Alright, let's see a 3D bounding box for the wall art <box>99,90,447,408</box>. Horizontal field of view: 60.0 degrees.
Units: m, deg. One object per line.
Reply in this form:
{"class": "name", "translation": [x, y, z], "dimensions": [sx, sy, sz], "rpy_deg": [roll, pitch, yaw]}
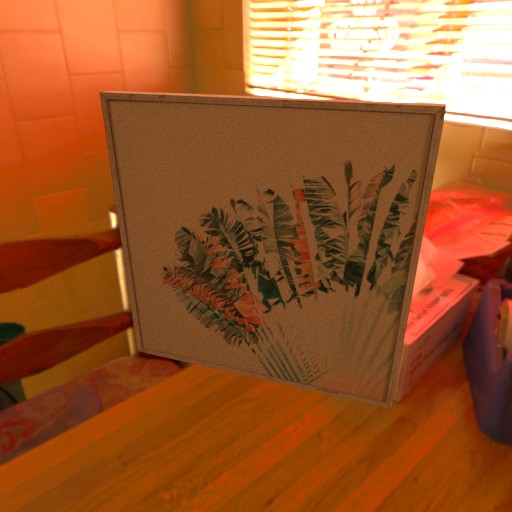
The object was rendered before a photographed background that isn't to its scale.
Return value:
{"class": "wall art", "translation": [0.000, 0.000, 1.117], "dimensions": [0.760, 0.757, 0.038], "rpy_deg": [8, 27, 16]}
